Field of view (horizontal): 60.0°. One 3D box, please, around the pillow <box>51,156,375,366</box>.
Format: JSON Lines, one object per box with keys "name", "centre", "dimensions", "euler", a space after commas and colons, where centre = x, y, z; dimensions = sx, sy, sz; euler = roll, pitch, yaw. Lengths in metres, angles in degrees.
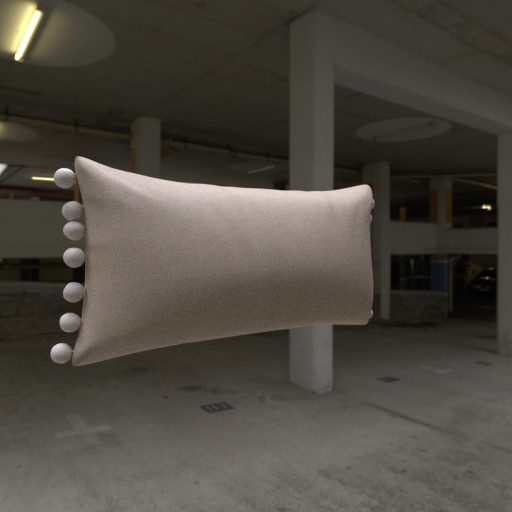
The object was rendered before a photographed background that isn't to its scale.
{"name": "pillow", "centre": [0.000, 0.000, 0.829], "dimensions": [0.709, 0.322, 0.201], "euler": [-1, 1, -37]}
